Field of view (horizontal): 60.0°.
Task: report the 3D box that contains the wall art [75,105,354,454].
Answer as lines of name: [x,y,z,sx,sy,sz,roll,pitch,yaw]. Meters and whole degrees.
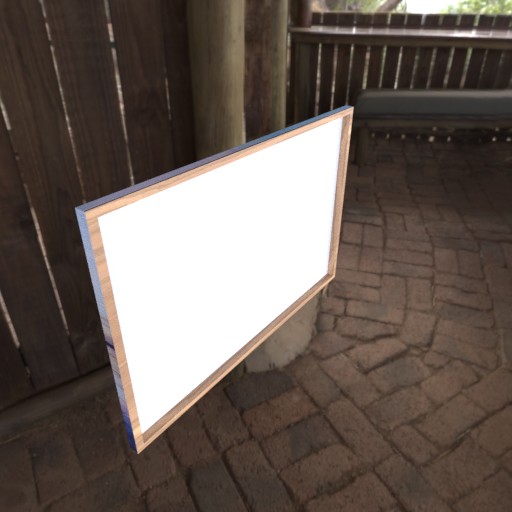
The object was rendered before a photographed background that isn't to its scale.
wall art: [0.000,0.000,1.453,0.034,0.756,1.137,22,37,32]
